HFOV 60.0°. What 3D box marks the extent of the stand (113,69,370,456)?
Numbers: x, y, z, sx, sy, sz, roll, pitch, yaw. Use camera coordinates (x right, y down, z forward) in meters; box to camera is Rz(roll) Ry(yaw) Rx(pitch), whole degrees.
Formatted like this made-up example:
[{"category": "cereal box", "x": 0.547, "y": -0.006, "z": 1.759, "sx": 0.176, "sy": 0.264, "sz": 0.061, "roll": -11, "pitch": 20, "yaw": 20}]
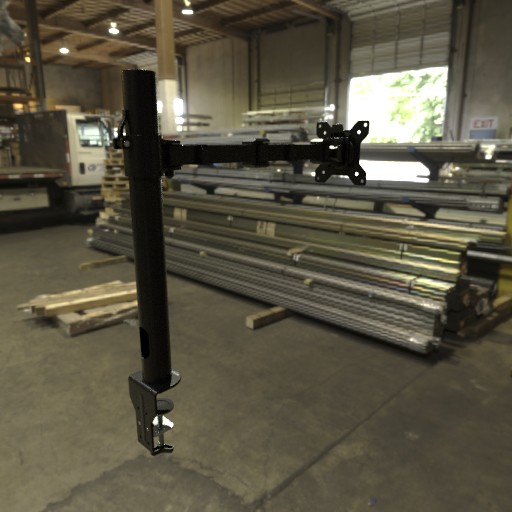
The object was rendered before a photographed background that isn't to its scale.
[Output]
[{"category": "stand", "x": 0.000, "y": 0.000, "z": 0.709, "sx": 0.115, "sy": 0.510, "sz": 0.456, "roll": 14, "pitch": 20, "yaw": 42}]
